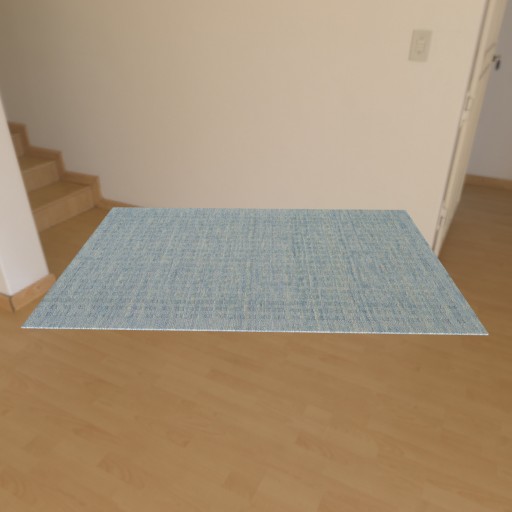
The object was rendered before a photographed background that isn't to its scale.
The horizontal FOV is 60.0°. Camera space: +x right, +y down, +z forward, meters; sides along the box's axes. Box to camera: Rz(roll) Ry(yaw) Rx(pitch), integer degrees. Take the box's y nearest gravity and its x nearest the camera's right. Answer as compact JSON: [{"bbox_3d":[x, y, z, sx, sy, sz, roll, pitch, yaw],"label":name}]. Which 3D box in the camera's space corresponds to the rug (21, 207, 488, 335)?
[{"bbox_3d":[0.000,0.000,2.159,1.752,0.006,1.142,1,30,1],"label":"rug"}]
